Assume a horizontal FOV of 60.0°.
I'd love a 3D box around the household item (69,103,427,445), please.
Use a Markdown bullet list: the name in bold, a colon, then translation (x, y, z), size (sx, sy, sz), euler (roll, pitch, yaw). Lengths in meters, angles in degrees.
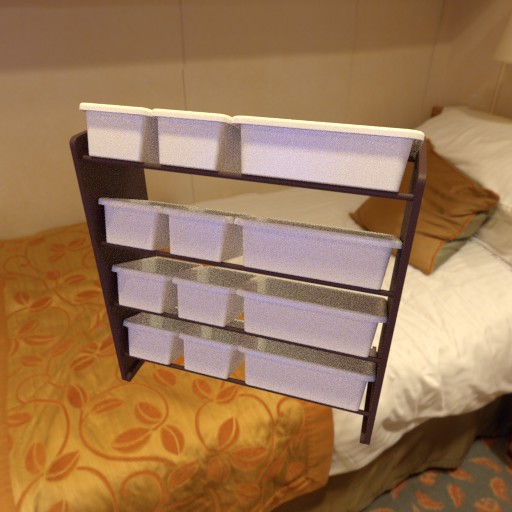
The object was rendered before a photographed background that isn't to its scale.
- **household item**: translation (0.000, 0.000, 1.261), size (0.787, 0.864, 0.389), euler (9, 33, 15)
